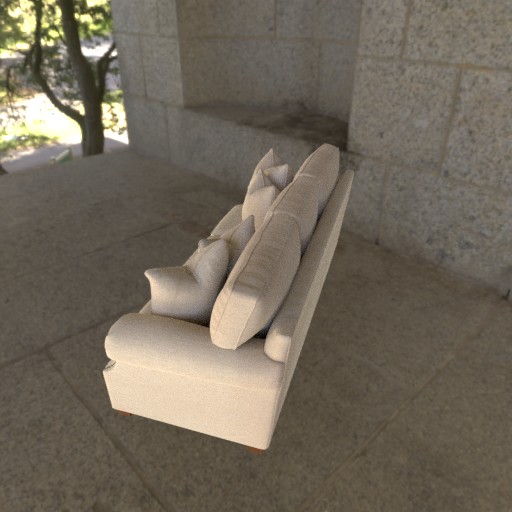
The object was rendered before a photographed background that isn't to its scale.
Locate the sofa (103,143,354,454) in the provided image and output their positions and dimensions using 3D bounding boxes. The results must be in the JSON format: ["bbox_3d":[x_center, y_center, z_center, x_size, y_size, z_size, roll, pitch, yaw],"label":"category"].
[{"bbox_3d":[0.000,0.000,2.900,0.965,0.975,2.312,9,31,15],"label":"sofa"}]
